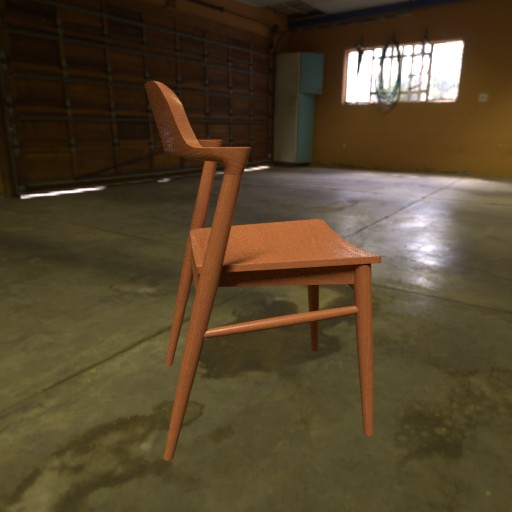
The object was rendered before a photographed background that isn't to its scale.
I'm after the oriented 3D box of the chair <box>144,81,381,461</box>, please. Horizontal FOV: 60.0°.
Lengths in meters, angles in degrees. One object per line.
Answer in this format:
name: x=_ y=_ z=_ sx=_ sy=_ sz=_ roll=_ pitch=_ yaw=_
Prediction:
chair: x=0.000 y=0.000 z=1.122 sx=0.499 sy=0.801 sz=0.496 roll=-3 pitch=17 yaw=-10
